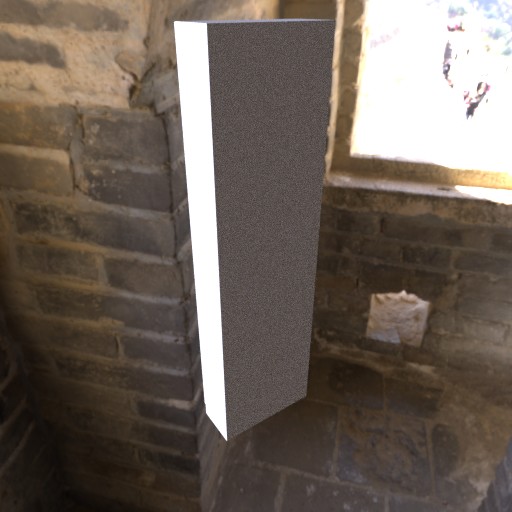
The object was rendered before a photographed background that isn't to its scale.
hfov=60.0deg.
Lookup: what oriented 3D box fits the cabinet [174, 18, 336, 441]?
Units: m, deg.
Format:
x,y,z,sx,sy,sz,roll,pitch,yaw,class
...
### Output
x,y,z,sx,sy,sz,roll,pitch,yaw,class
0.000,0.000,1.908,0.500,1.790,0.230,-19,35,-30,cabinet
